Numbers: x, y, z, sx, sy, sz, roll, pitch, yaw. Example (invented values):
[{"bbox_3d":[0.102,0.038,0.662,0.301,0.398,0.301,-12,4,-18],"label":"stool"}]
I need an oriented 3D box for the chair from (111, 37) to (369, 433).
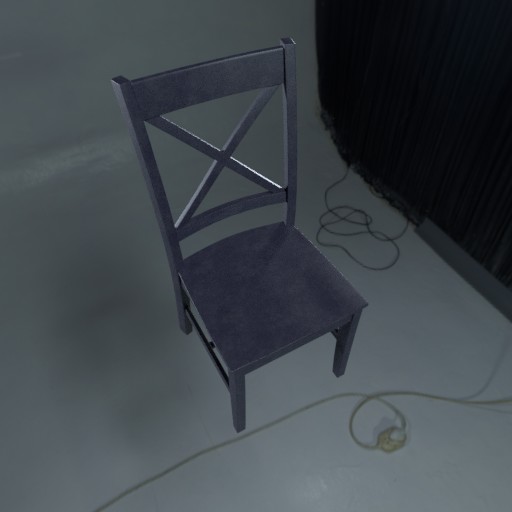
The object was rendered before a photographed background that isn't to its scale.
[{"bbox_3d":[0.000,0.000,1.308,0.485,0.983,0.542,-22,51,-19],"label":"chair"}]
